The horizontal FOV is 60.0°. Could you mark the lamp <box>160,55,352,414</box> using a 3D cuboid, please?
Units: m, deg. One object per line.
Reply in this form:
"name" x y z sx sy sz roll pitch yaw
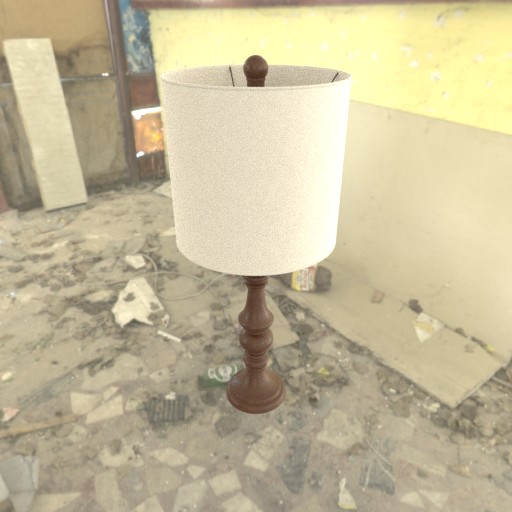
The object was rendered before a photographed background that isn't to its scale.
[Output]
"lamp" 0.000 0.000 0.721 0.250 0.597 0.250 -10 30 -17
